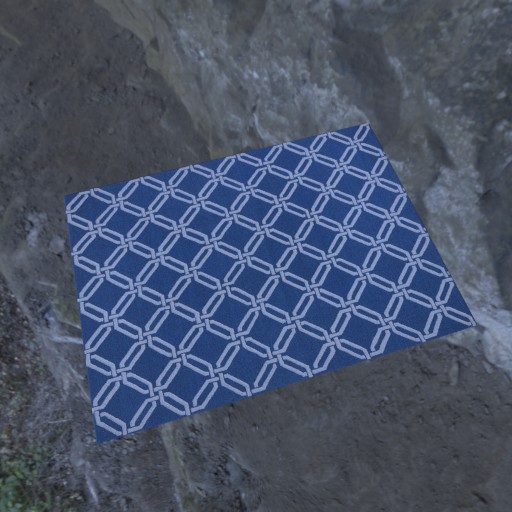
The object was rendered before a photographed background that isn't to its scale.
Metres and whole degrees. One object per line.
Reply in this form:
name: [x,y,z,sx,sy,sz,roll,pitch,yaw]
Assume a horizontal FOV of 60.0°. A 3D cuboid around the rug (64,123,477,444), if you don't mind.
rug: [0.000,0.000,4.197,3.342,0.018,2.432,-15,65,-7]
